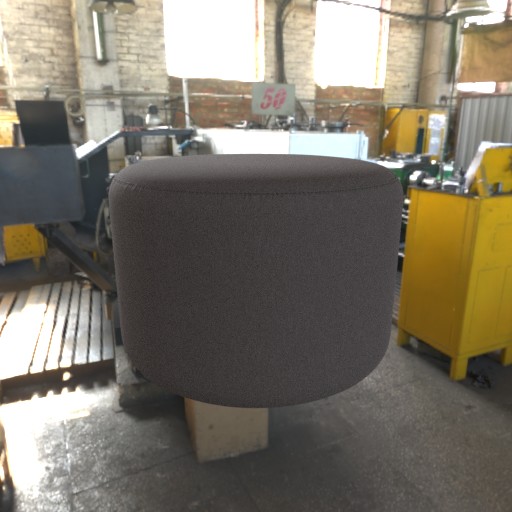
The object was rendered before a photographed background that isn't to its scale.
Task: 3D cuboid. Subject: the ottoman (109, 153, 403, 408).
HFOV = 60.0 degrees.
[{"bbox_3d":[0.000,0.000,0.999,0.608,0.433,0.608,0,16,0],"label":"ottoman"}]
